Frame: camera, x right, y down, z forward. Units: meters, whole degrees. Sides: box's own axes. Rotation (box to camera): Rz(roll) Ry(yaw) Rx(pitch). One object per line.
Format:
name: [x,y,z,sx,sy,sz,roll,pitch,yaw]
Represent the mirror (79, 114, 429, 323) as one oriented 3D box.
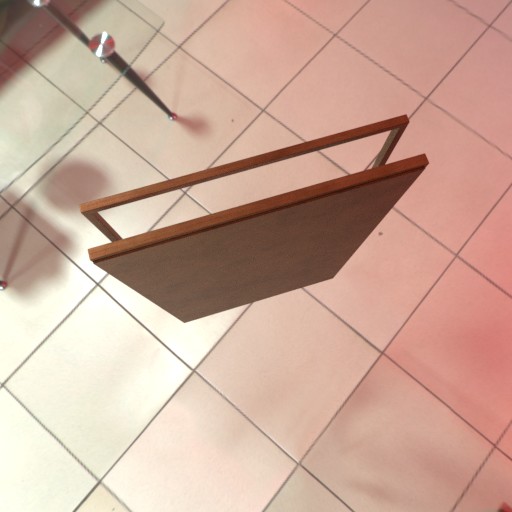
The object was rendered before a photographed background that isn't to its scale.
mirror: [0.000,0.000,0.962,0.468,0.768,0.082,-16,76,-4]
